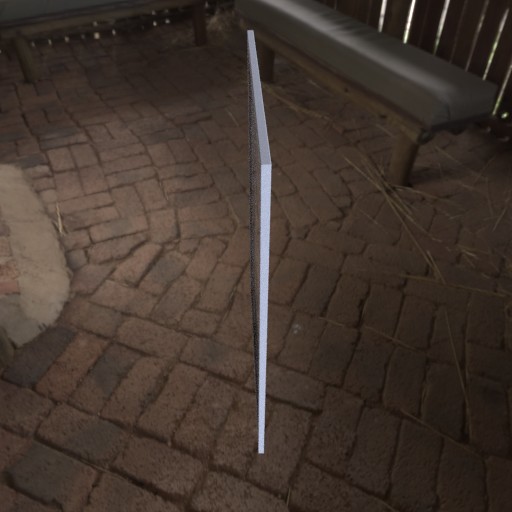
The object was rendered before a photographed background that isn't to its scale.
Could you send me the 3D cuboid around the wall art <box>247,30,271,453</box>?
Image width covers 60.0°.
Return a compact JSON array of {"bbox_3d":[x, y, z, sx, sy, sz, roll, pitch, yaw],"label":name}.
[{"bbox_3d":[0.000,0.000,1.219,0.015,0.965,0.660,-2,42,-2],"label":"wall art"}]
